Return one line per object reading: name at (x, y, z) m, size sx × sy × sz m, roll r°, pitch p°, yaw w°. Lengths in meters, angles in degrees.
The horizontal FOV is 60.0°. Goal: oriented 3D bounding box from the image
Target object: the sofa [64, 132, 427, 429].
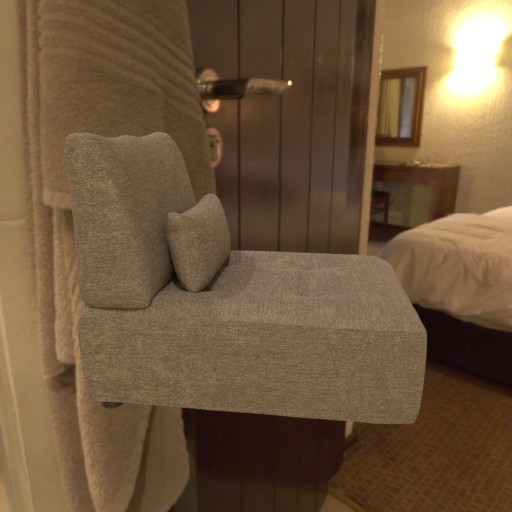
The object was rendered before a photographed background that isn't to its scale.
sofa at (0.000, 0.000, 1.520) m, size 1.000 × 0.820 × 0.700 m, roll 2°, pitch 16°, yaw 7°
